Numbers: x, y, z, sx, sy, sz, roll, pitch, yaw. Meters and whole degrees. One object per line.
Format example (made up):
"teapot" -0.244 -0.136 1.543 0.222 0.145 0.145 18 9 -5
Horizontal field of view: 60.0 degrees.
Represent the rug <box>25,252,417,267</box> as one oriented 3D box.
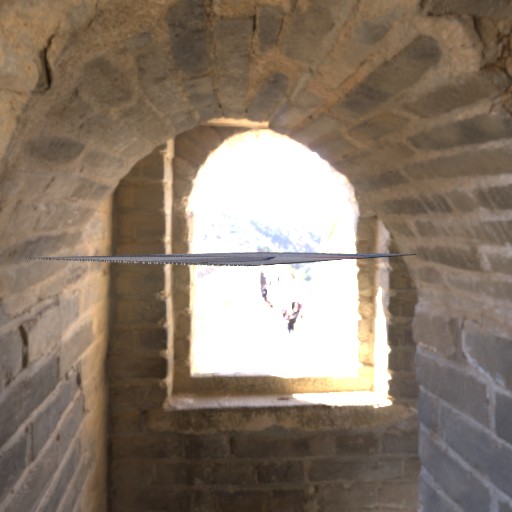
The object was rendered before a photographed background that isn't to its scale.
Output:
"rug" 0.000 0.000 2.348 1.220 0.005 1.828 1 2 35
